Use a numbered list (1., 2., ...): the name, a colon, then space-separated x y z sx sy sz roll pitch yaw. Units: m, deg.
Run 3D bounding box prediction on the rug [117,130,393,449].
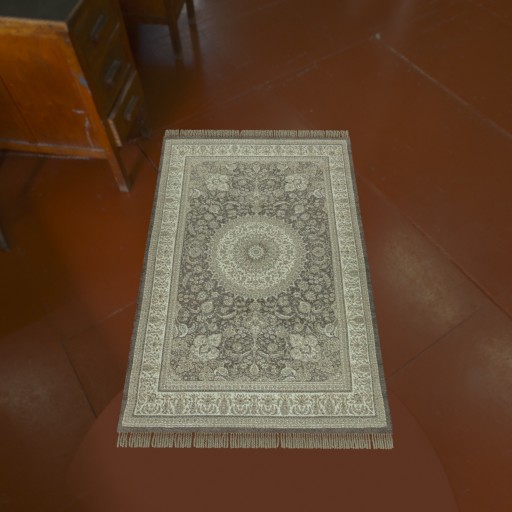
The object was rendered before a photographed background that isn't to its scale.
1. rug: 0.000 0.000 4.259 2.143 0.015 3.422 0 59 0
